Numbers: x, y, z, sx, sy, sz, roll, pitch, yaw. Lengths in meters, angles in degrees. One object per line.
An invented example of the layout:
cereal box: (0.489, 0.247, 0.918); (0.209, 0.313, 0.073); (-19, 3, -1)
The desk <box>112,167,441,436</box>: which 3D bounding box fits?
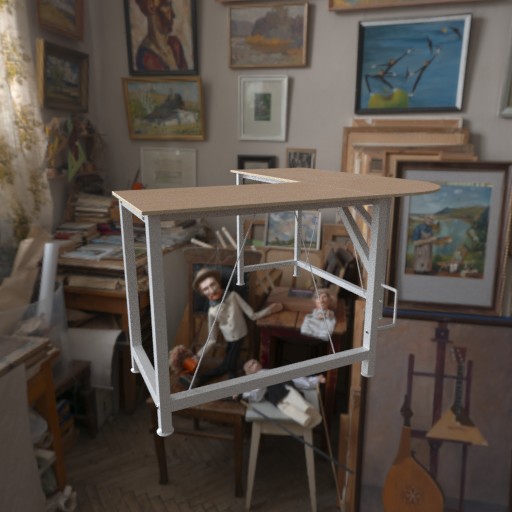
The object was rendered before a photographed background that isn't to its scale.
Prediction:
desk: (0.000, 0.000, 2.257); (1.400, 0.762, 1.400); (-7, 17, -25)
